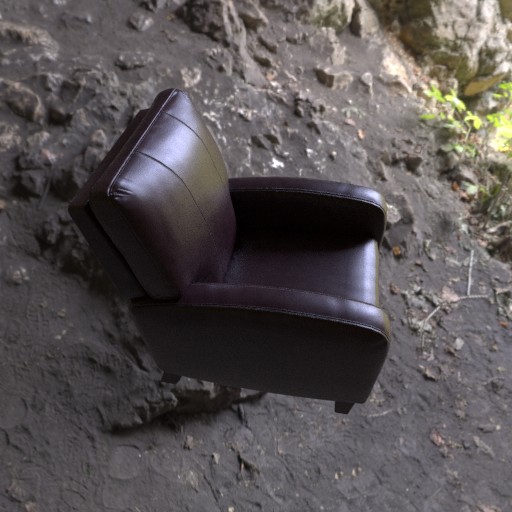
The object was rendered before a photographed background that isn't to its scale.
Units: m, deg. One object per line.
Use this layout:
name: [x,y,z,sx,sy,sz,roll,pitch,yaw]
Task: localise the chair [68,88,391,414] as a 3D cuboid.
chair: [0.000,0.000,1.682,0.990,0.990,0.762,8,47,7]
